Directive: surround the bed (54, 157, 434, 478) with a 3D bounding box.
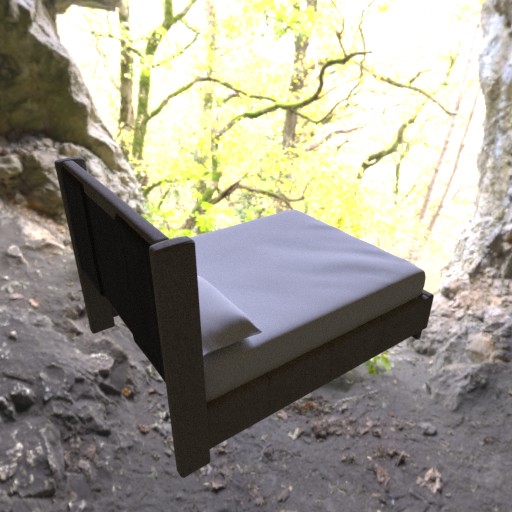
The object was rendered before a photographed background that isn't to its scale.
[{"bbox_3d":[0.000,0.000,3.376,2.245,1.476,1.714,-18,33,-31],"label":"bed"}]
